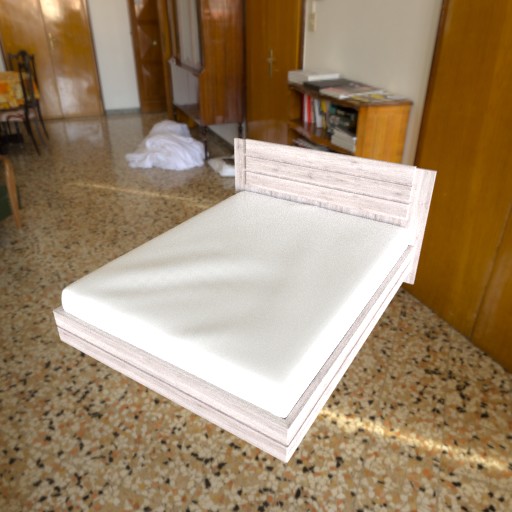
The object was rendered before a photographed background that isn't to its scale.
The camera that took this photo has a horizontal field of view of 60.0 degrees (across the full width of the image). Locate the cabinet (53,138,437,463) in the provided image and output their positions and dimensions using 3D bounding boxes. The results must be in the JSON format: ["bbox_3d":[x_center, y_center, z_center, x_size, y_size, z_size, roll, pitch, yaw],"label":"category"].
[{"bbox_3d":[0.000,0.000,3.046,1.750,0.970,2.080,17,33,28],"label":"cabinet"}]
